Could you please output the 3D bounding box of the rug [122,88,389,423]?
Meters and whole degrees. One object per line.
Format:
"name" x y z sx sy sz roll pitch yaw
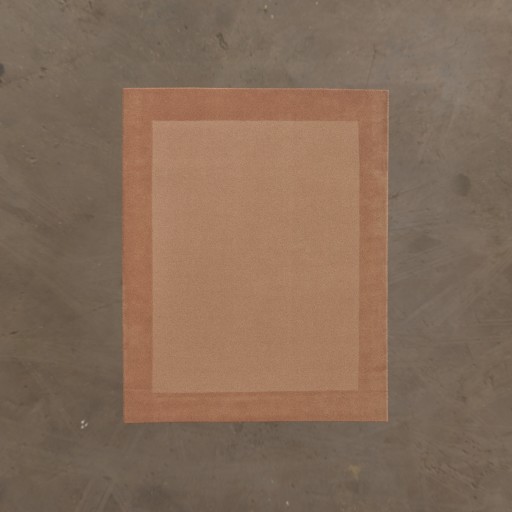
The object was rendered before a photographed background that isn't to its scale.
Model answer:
"rug" 0.000 0.000 4.052 2.431 0.021 3.057 0 91 -1
